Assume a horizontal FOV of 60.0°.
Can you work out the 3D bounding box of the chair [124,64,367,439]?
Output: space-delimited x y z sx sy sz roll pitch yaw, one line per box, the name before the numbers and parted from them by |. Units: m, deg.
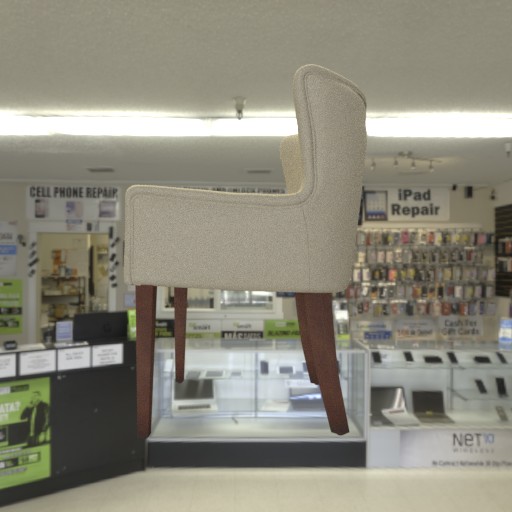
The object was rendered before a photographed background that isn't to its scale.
chair | 0.000 0.000 1.414 0.686 0.952 0.660 0 0 0
